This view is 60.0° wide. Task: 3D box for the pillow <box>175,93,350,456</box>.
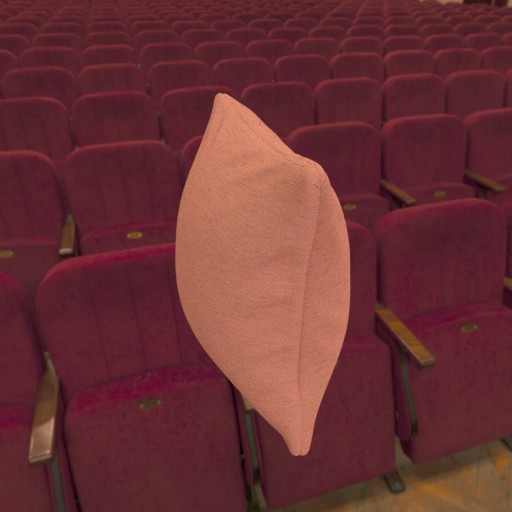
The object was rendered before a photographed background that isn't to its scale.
[{"bbox_3d":[0.000,0.000,0.687,0.246,0.415,0.432,-8,31,-14],"label":"pillow"}]
